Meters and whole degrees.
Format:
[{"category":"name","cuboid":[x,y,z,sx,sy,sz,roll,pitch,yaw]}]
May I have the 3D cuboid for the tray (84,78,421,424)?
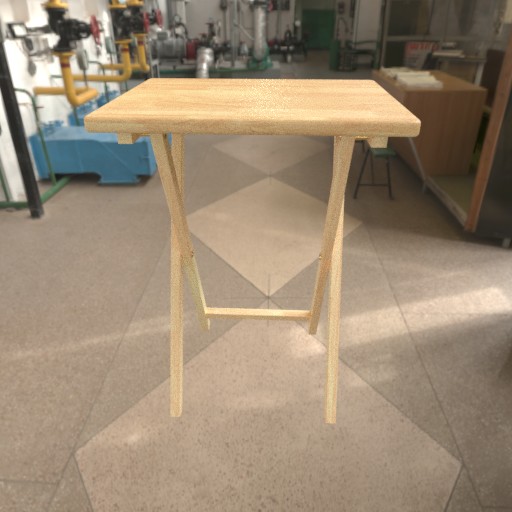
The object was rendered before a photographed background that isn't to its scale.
[{"category":"tray","cuboid":[0.000,0.000,0.952,0.483,0.660,0.381,1,30,3]}]
